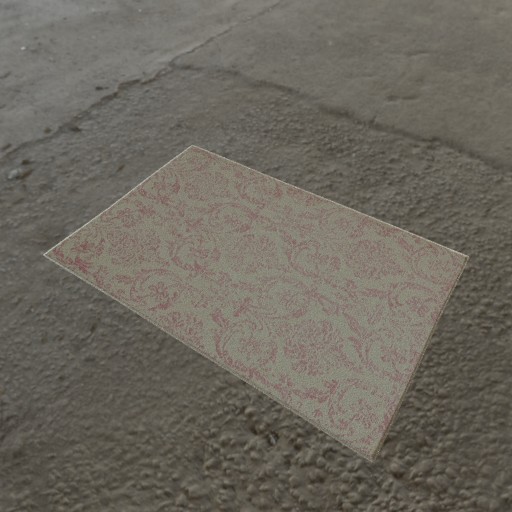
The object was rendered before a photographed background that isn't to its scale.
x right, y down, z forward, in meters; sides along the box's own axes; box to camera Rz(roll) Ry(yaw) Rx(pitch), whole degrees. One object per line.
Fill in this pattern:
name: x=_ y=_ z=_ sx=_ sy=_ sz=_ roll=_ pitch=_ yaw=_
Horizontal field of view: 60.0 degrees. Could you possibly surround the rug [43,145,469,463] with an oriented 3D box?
rug: x=0.000 y=0.000 z=3.419 sx=2.746 sy=0.018 sz=1.819 roll=26 pitch=53 yaw=22
